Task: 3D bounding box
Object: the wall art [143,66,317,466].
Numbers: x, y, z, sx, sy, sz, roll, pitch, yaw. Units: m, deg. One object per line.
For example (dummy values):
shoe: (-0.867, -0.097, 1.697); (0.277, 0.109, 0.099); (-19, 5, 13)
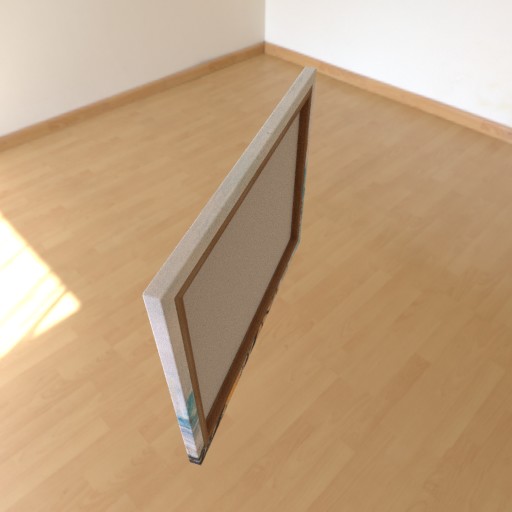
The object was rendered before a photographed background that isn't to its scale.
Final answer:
wall art: (0.000, 0.000, 1.354); (0.038, 0.762, 1.016); (15, 47, 14)
